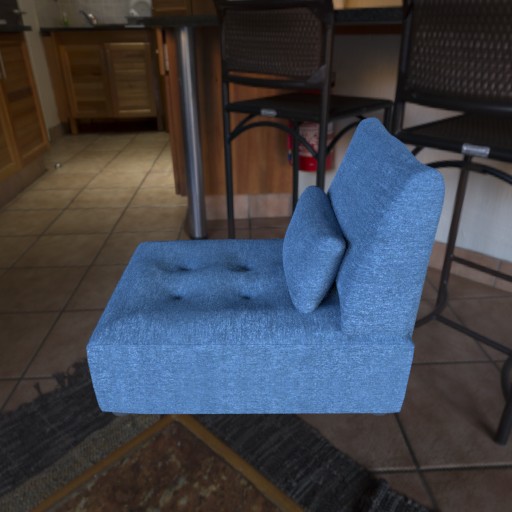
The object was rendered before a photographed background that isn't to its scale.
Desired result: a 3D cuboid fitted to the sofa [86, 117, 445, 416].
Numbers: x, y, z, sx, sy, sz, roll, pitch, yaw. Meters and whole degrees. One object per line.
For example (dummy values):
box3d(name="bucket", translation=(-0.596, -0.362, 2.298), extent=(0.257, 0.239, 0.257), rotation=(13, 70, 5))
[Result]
box3d(name="sofa", translation=(0.000, 0.000, 1.545), extent=(1.000, 0.820, 0.700), rotation=(0, 28, 0))
